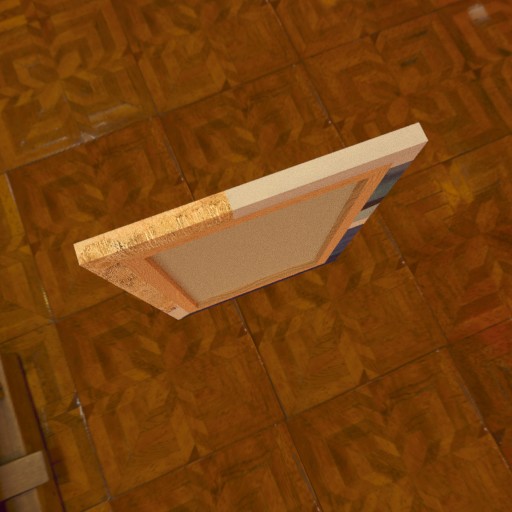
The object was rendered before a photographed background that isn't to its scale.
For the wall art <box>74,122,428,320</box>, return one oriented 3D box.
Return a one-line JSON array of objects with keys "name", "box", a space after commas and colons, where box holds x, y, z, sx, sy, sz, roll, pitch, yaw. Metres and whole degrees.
[{"name": "wall art", "box": [0.000, 0.000, 1.169, 0.607, 0.911, 0.039, -20, 77, -5]}]
